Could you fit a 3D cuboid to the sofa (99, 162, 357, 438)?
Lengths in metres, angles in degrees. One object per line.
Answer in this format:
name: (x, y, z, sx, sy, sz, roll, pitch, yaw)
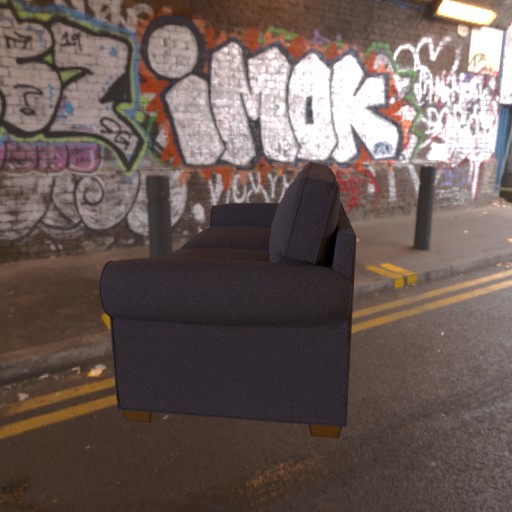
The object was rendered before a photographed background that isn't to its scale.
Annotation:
sofa: (0.000, 0.000, 2.527, 0.951, 1.031, 2.009, 2, 14, 7)
